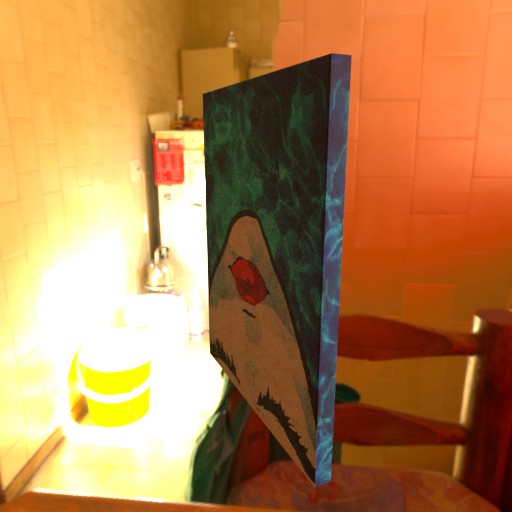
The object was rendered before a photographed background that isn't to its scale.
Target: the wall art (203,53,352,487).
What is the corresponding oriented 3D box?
[{"bbox_3d":[0.000,0.000,1.021,0.038,0.760,0.609,-6,16,-24],"label":"wall art"}]
